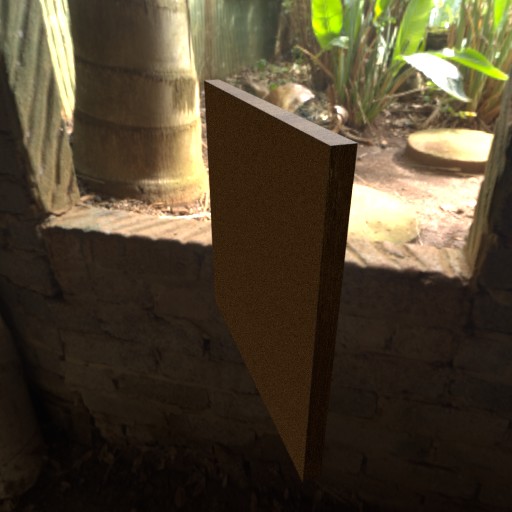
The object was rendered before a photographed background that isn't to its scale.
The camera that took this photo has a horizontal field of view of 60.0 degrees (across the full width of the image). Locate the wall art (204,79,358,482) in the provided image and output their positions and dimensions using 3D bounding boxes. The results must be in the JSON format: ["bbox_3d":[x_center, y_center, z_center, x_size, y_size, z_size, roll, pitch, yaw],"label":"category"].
[{"bbox_3d":[0.000,0.000,0.905,0.042,0.608,0.611,-10,31,-17],"label":"wall art"}]
